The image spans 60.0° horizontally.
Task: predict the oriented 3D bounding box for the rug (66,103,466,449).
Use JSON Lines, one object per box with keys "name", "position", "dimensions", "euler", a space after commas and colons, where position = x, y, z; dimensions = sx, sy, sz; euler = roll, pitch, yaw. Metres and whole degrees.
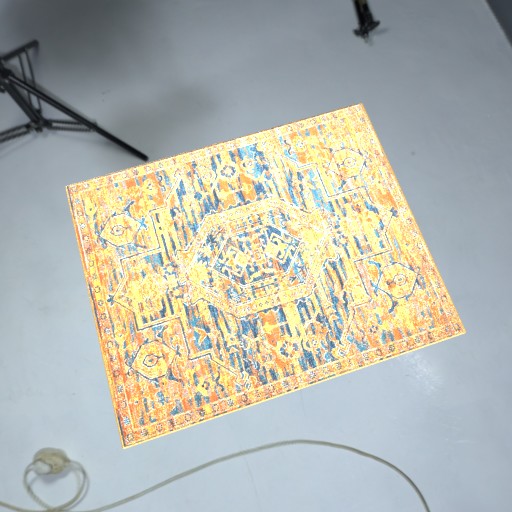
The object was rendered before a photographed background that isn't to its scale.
{"name": "rug", "position": [0.000, 0.000, 4.032], "dimensions": [3.040, 0.031, 2.435], "euler": [-17, 74, -5]}
